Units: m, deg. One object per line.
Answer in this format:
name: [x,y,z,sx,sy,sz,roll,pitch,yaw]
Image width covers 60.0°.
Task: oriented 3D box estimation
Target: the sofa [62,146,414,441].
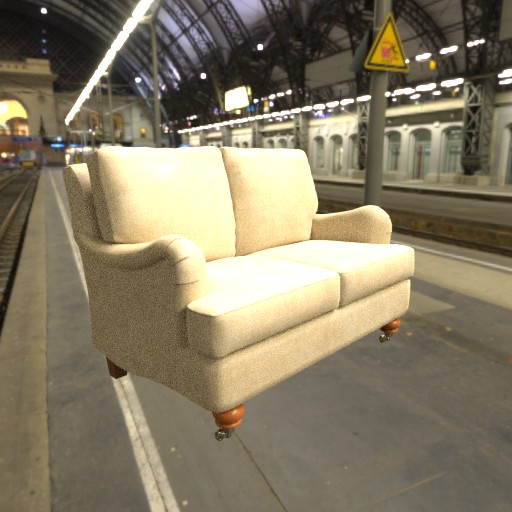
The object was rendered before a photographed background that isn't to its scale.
sofa: [0.000,0.000,2.248,1.086,1.087,1.498,12,17,42]
